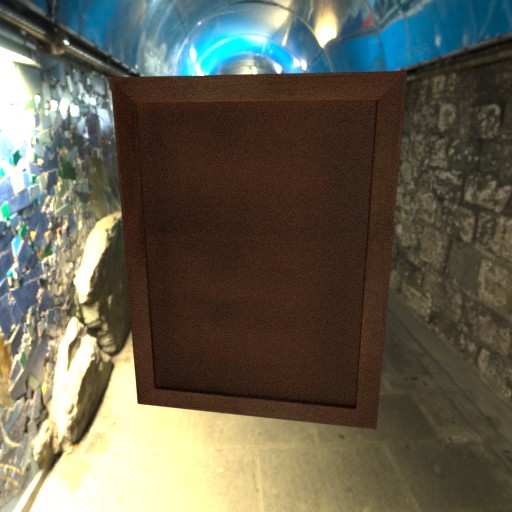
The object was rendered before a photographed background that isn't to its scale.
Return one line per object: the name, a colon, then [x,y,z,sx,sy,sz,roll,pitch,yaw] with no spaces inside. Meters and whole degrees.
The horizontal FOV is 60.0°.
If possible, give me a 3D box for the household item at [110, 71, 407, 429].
household item: [0.000,0.000,0.542,0.310,0.407,0.067,3,16,9]
